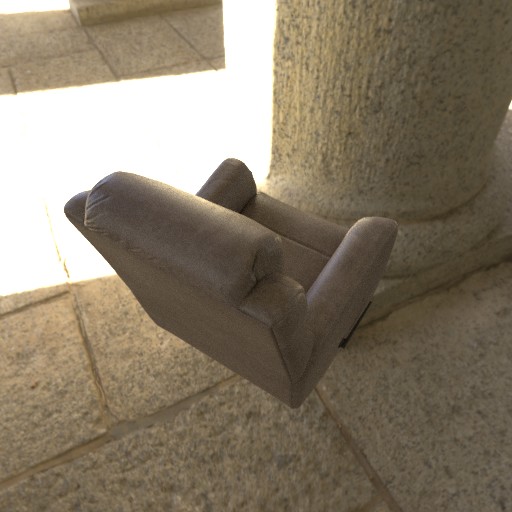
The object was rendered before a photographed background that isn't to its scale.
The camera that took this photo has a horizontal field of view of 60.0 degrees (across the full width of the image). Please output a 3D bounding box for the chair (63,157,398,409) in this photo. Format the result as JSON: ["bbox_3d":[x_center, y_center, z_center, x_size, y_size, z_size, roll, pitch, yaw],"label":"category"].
[{"bbox_3d":[0.000,0.000,1.924,0.967,1.116,1.068,26,52,22],"label":"chair"}]
